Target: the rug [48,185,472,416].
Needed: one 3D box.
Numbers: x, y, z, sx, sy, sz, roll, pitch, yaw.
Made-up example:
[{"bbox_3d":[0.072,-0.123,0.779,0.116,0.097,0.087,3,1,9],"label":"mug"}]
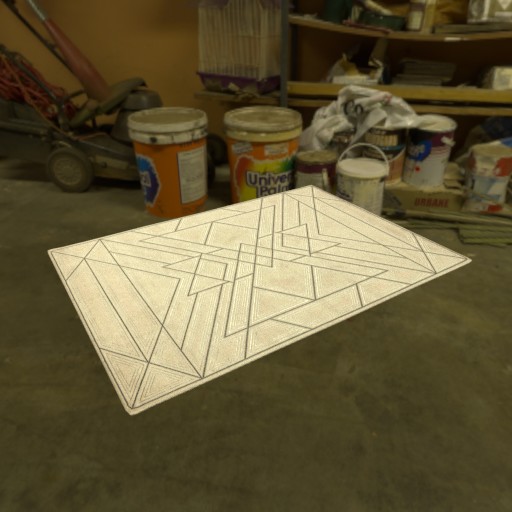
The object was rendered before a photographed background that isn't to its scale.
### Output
[{"bbox_3d":[0.000,0.000,4.320,3.381,0.026,2.436,-18,34,-28],"label":"rug"}]
